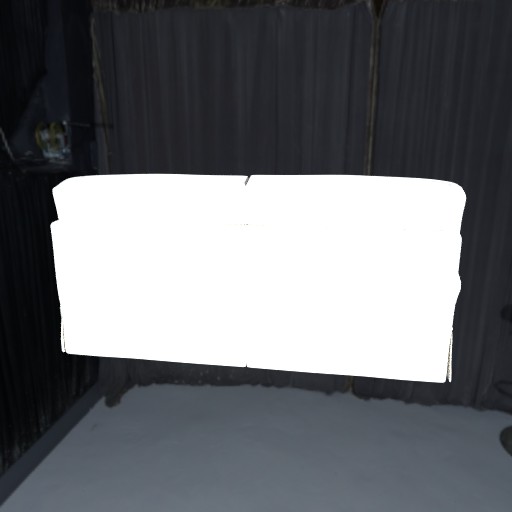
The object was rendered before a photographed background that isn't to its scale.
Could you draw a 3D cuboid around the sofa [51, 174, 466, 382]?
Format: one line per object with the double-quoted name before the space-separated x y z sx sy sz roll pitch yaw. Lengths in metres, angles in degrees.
"sofa" 0.000 0.000 2.492 2.021 0.937 0.862 2 14 9
